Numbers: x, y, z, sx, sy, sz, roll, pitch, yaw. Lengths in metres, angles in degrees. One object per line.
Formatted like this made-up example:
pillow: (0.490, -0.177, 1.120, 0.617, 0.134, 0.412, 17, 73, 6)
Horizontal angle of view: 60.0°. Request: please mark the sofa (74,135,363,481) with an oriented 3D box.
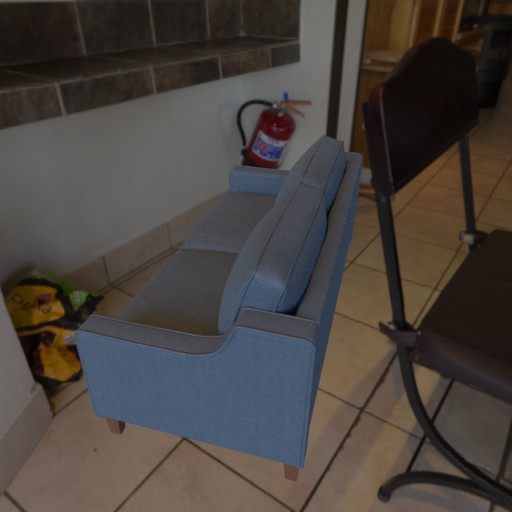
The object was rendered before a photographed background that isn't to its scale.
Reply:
sofa: (0.000, 0.000, 2.756, 1.066, 1.071, 2.178, 8, 32, 14)
